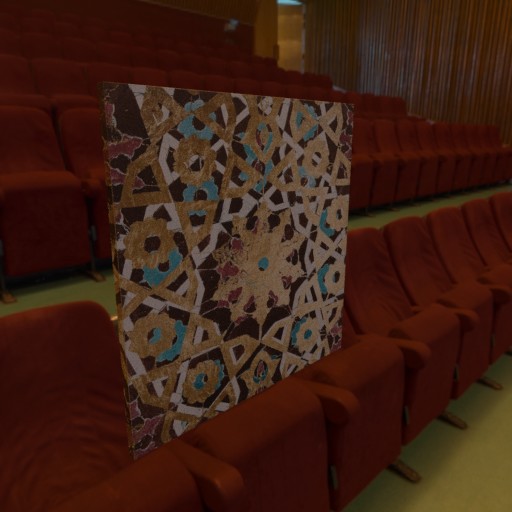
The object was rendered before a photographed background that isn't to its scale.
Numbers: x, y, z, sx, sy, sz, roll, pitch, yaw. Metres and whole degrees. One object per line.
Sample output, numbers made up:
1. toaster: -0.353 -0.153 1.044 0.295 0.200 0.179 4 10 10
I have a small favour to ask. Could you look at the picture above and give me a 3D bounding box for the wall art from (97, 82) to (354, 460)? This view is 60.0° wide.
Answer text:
1. wall art: 0.000 0.000 1.120 0.757 0.762 0.028 -14 20 -42
